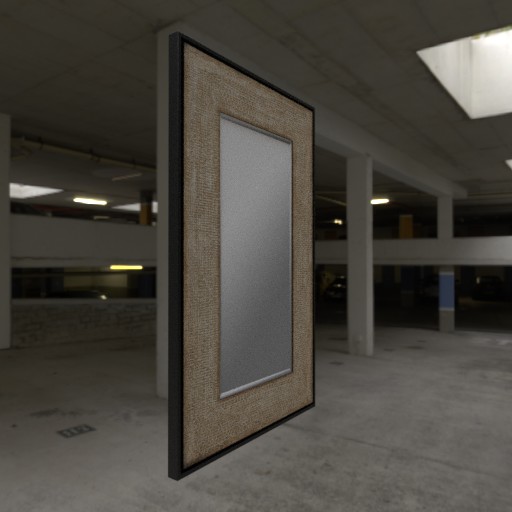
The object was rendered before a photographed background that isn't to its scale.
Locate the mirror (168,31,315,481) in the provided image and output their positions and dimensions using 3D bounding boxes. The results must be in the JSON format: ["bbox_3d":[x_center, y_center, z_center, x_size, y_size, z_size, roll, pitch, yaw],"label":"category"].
[{"bbox_3d":[0.000,0.000,1.517,0.038,1.219,0.762,0,-1,37],"label":"mirror"}]
